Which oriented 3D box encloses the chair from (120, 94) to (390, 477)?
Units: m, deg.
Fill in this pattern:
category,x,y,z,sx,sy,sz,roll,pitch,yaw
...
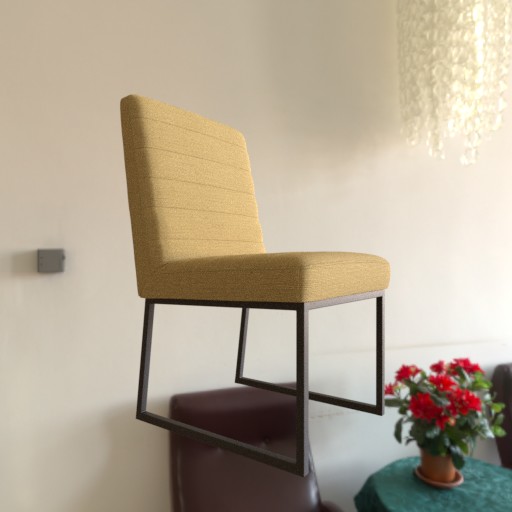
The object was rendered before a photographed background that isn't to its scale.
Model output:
category,x,y,z,sx,sy,sz,roll,pitch,yaw
chair,0.000,0.000,1.294,0.634,0.930,0.520,0,0,37
